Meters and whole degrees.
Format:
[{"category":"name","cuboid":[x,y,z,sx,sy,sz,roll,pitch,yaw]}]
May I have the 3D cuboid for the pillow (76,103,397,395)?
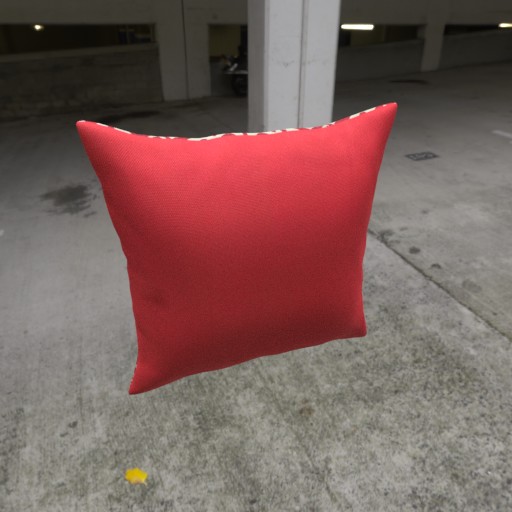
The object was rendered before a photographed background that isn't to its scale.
[{"category":"pillow","cuboid":[0.000,0.000,0.801,0.522,0.507,0.192,-9,29,-17]}]
